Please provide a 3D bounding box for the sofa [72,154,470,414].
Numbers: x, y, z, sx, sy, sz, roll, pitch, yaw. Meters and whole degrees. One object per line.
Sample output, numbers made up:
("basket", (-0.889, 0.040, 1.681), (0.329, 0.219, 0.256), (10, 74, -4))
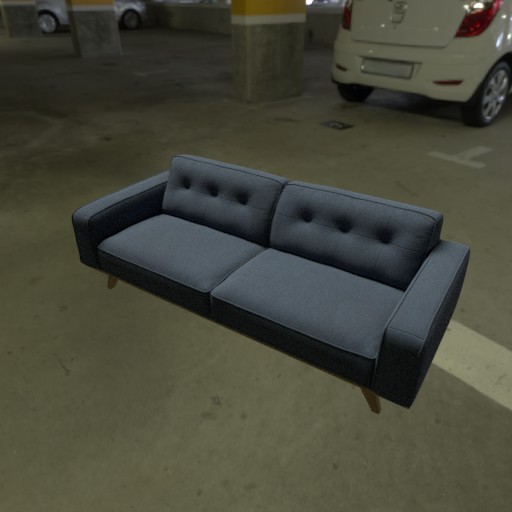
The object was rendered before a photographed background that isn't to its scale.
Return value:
("sofa", (0.000, 0.000, 2.726), (2.270, 0.782, 0.953), (19, 36, 28))
